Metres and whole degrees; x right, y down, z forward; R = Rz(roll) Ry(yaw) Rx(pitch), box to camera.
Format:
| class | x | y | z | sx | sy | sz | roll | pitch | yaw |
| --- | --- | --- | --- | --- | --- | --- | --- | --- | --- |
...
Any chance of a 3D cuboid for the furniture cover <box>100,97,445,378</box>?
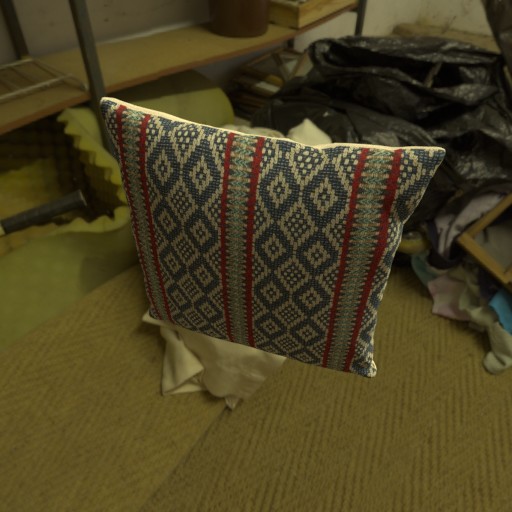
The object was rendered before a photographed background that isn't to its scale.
| class | x | y | z | sx | sy | sz | roll | pitch | yaw |
| --- | --- | --- | --- | --- | --- | --- | --- | --- | --- |
| furniture cover | 0.000 | 0.000 | 0.667 | 0.431 | 0.431 | 0.139 | 12 | 43 | 14 |
